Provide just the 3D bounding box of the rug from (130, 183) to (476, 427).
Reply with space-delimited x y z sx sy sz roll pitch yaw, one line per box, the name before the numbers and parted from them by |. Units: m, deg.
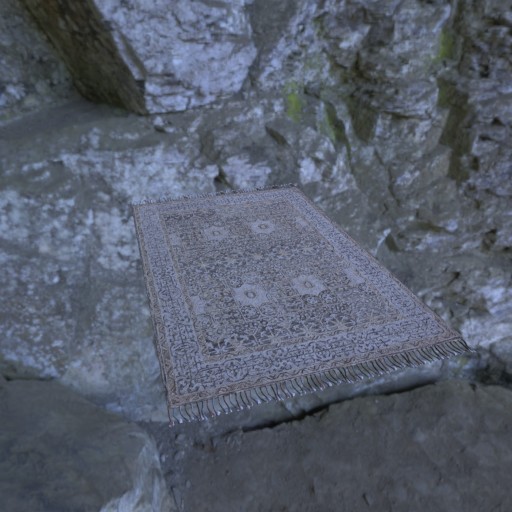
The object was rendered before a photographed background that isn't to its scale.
rug | 0.000 0.000 2.462 1.237 0.010 2.029 -9 31 -15
